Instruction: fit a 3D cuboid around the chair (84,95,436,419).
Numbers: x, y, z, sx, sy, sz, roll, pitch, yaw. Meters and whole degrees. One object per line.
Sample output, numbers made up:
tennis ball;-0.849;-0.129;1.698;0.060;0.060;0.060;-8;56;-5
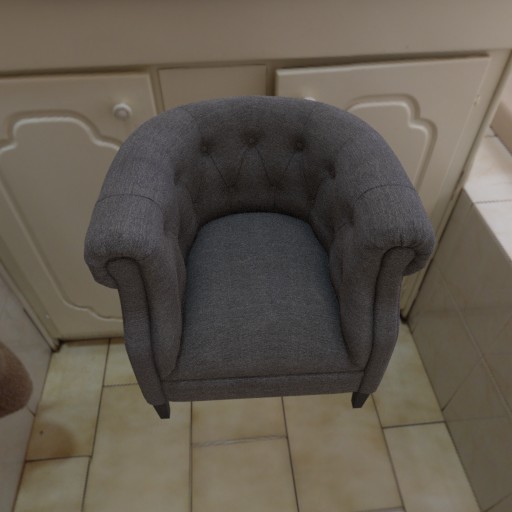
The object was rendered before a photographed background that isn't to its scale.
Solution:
chair;0.000;0.000;1.550;0.905;0.827;0.852;-2;47;-2
